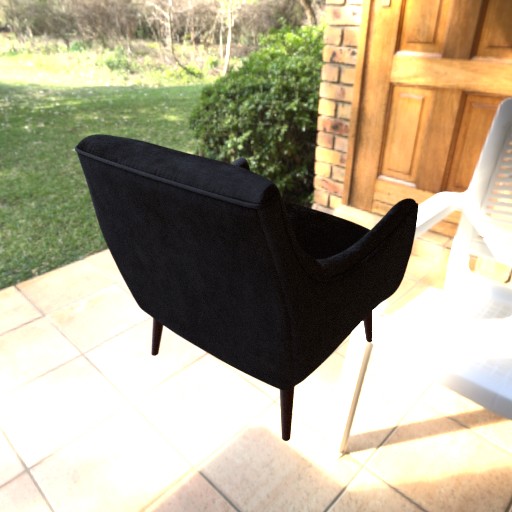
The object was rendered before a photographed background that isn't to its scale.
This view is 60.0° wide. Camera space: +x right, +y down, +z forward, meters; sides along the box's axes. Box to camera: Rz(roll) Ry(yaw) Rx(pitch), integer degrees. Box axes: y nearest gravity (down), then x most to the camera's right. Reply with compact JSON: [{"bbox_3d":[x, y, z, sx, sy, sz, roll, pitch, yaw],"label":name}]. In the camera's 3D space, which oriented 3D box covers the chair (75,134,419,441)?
[{"bbox_3d":[0.000,0.000,1.433,0.762,0.838,0.787,21,36,32],"label":"chair"}]
